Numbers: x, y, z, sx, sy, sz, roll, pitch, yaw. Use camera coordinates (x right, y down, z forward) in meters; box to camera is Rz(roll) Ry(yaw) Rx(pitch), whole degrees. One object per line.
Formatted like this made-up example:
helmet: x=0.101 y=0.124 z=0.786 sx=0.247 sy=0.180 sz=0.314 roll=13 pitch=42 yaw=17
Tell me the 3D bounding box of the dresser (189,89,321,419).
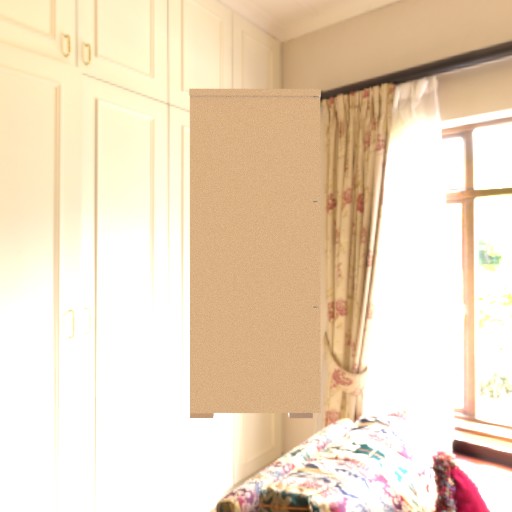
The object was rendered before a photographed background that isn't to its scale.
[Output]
dresser: x=0.000 y=0.000 z=1.829 sx=0.333 sy=0.790 sz=1.535 roll=0 pitch=0 yaw=0
